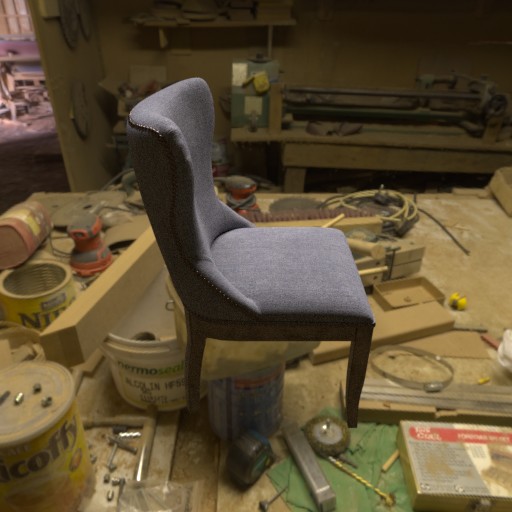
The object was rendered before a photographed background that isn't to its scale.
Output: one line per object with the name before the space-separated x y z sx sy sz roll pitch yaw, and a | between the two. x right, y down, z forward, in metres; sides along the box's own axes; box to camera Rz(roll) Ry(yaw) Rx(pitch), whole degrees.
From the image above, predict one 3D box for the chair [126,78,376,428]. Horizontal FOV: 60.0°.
chair | 0.000 0.000 1.440 0.681 1.002 0.654 0 31 0
